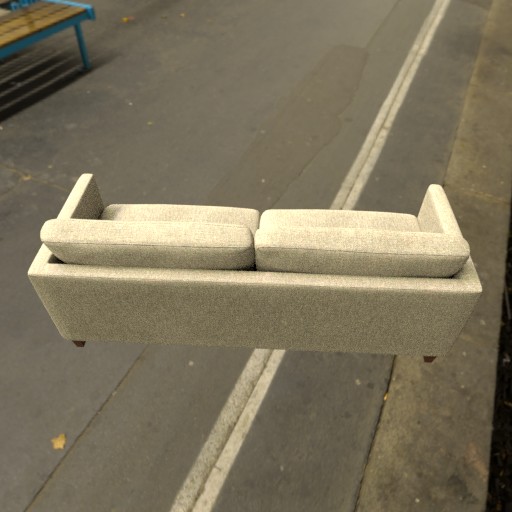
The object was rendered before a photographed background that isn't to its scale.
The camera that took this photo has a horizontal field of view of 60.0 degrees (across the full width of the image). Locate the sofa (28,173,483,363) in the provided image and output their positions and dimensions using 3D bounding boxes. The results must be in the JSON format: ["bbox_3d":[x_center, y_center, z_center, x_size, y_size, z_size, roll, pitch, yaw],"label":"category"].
[{"bbox_3d":[0.000,0.000,2.829,2.434,0.951,0.948,2,46,2],"label":"sofa"}]
